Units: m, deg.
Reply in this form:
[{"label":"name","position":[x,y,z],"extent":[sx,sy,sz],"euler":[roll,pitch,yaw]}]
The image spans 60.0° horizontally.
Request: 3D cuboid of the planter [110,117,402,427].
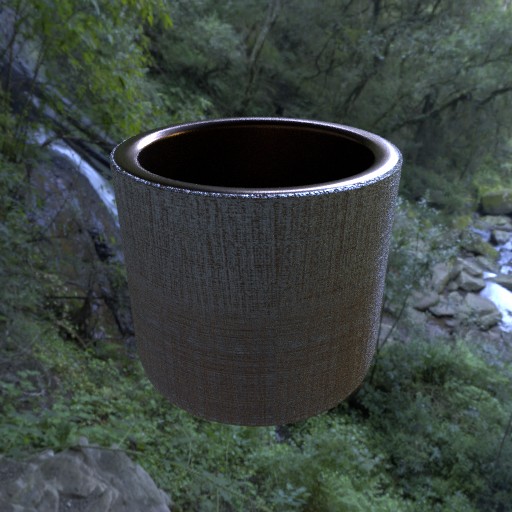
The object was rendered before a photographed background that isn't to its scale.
[{"label":"planter","position":[0.000,0.000,0.190],"extent":[0.109,0.096,0.109],"euler":[0,29,0]}]
